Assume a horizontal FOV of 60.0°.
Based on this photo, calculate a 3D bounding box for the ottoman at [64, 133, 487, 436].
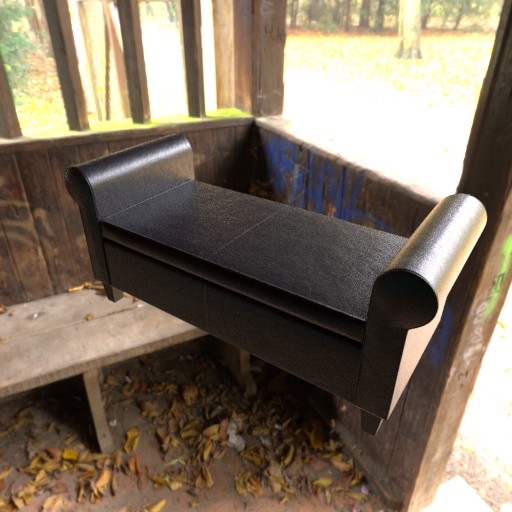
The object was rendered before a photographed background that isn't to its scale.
[{"bbox_3d":[0.000,0.000,1.500,1.256,0.547,0.521,19,36,29],"label":"ottoman"}]
